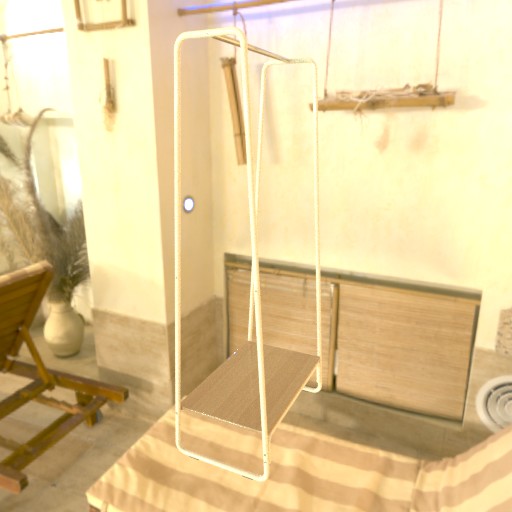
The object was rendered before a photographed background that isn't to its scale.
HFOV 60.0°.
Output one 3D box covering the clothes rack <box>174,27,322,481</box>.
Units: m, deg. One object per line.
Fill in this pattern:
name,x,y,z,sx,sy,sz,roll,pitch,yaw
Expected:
clothes rack,0.000,0.000,1.735,0.400,1.500,0.640,8,18,25
